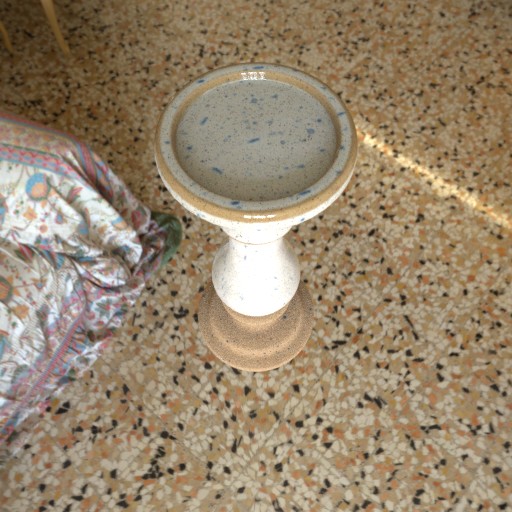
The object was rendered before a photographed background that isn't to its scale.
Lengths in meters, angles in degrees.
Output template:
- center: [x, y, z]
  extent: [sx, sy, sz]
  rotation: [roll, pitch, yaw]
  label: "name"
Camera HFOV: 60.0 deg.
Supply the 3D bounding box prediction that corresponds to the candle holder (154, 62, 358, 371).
- center: [0.000, 0.000, 0.252]
  extent: [0.088, 0.203, 0.088]
  rotation: [0, 63, 0]
  label: "candle holder"
